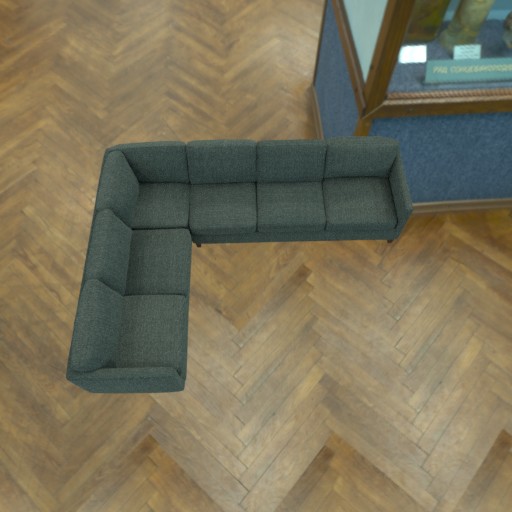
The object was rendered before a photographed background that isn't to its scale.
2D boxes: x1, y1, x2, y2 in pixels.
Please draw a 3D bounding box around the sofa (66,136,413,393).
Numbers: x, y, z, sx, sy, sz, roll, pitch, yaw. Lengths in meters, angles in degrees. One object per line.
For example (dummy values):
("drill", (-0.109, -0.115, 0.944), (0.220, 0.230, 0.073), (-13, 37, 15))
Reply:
("sofa", (0.000, 0.000, 4.548), (3.302, 0.947, 2.593), (-1, 62, -1))
